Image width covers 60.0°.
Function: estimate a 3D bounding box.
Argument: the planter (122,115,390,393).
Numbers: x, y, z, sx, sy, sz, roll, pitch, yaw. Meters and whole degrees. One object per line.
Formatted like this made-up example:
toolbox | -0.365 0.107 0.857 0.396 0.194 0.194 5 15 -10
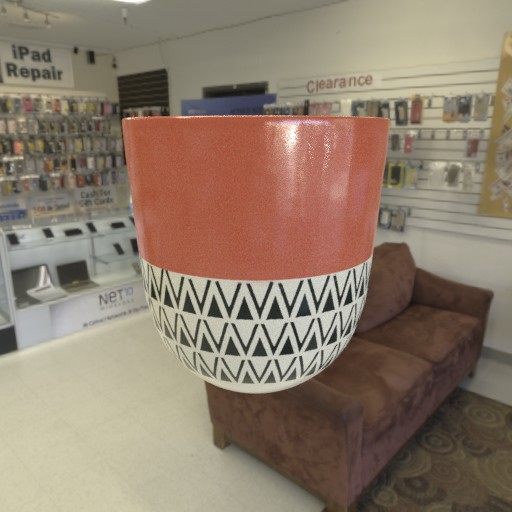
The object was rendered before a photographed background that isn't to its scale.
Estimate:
planter | 0.000 0.000 0.364 0.195 0.214 0.195 0 16 0
